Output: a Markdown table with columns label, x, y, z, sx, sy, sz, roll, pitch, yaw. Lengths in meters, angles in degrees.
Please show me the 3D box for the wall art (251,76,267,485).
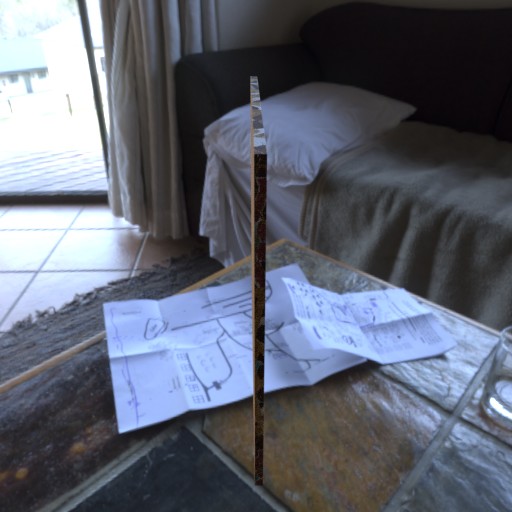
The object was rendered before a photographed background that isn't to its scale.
| label | x | y | z | sx | sy | sz | roll | pitch | yaw |
| --- | --- | --- | --- | --- | --- | --- | --- | --- | --- |
| wall art | 0.000 | 0.000 | 0.608 | 0.010 | 0.406 | 0.404 | 0 | 30 | -1 |
